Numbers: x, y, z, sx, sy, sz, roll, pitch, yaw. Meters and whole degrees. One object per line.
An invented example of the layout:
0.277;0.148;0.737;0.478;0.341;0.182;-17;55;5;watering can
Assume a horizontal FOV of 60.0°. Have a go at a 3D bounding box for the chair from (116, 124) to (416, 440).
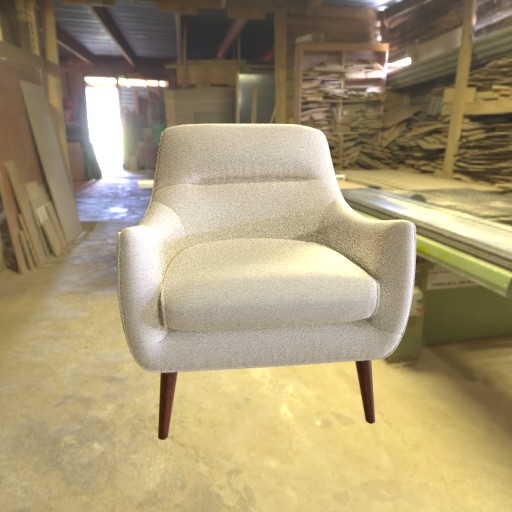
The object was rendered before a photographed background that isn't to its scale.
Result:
0.000;0.000;1.446;0.762;0.838;0.787;-2;16;-7;chair
